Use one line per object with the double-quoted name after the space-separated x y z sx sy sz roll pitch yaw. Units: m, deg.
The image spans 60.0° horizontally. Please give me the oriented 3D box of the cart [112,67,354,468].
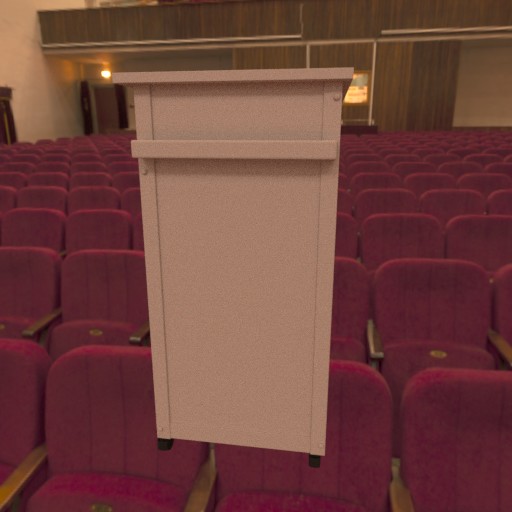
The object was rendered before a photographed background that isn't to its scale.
0.000 0.000 1.214 0.442 0.864 0.683 2 16 9 "cart"
